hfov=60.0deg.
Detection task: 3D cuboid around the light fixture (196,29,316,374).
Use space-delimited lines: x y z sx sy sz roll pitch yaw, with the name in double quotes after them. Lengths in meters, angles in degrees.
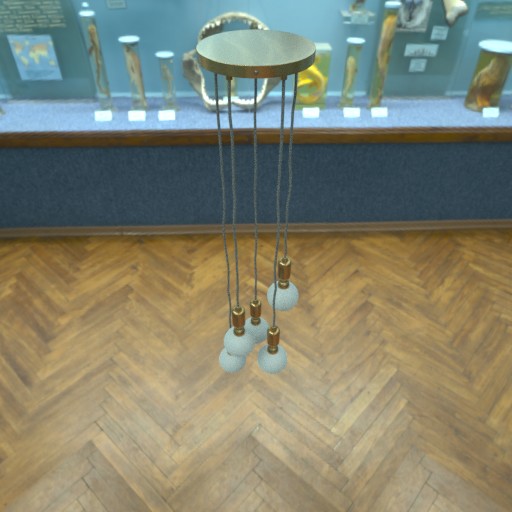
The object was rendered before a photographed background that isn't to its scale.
0.000 0.000 0.510 0.108 0.457 0.105 0 41 0 "light fixture"
